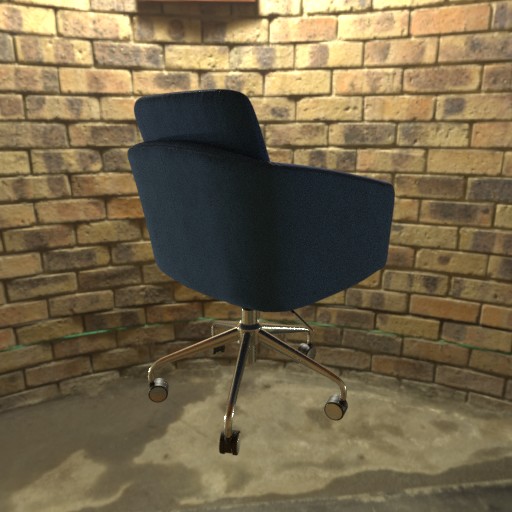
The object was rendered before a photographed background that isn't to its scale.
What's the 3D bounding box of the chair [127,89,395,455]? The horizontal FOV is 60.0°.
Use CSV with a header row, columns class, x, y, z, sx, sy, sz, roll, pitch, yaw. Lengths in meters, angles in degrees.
class,x,y,z,sx,sy,sz,roll,pitch,yaw
chair,0.000,0.000,1.352,0.635,0.908,0.641,-15,21,-43
